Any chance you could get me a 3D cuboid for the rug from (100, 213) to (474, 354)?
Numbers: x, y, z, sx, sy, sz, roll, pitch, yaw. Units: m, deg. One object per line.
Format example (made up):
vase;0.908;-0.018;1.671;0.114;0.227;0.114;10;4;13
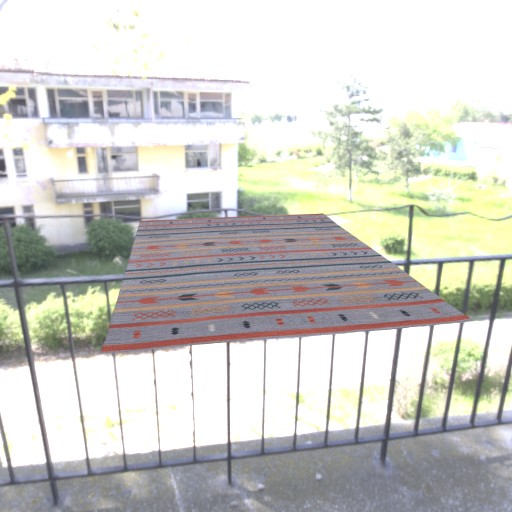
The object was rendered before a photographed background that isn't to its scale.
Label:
rug;0.000;0.000;4.005;2.263;0.022;3.029;-3;19;-9
